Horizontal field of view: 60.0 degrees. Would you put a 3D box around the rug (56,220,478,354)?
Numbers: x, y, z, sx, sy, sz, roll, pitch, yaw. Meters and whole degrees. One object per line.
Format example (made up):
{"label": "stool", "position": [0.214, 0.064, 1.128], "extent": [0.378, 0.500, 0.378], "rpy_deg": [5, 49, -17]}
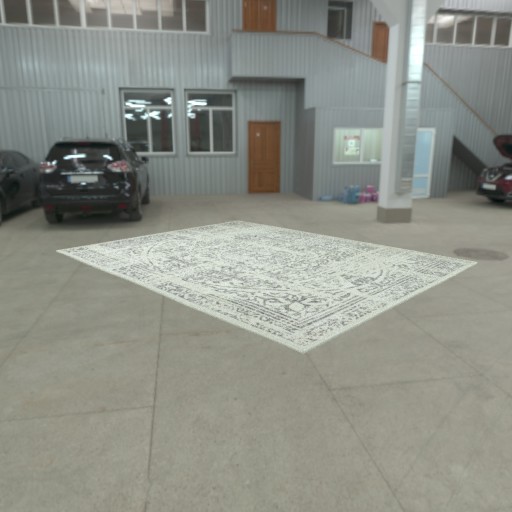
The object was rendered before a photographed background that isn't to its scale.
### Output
{"label": "rug", "position": [0.000, 0.000, 3.876], "extent": [2.921, 0.032, 2.311], "rpy_deg": [14, 20, 43]}
